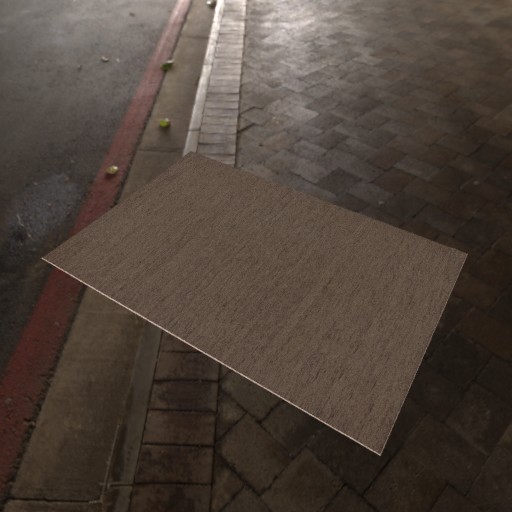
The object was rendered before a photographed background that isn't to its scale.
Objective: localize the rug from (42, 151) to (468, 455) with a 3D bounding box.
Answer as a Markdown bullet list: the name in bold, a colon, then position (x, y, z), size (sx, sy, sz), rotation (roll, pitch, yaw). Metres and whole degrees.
- **rug**: position (0.000, 0.000, 2.301), size (1.840, 0.013, 1.225), rotation (24, 50, 23)
